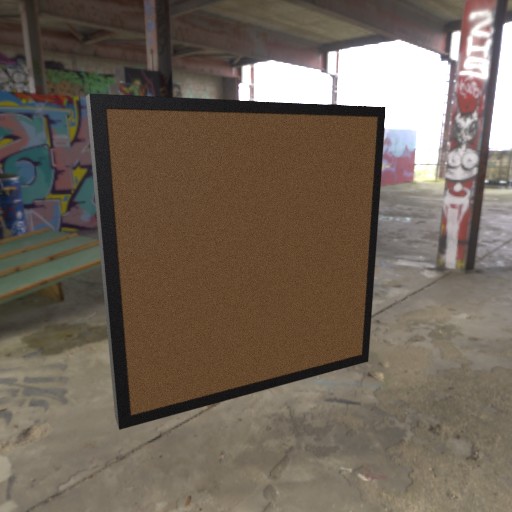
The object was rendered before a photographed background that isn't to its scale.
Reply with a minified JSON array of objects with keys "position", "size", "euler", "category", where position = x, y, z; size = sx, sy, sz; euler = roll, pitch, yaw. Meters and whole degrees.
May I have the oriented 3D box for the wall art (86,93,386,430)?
[{"position":[0.000,0.000,0.768],"size":[0.506,0.506,0.037],"euler":[-7,16,-26],"category":"wall art"}]
